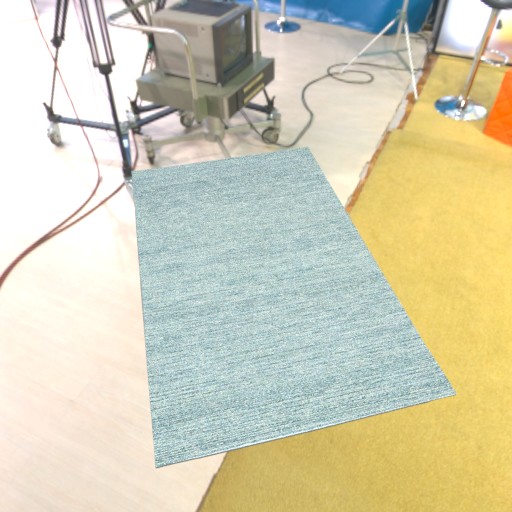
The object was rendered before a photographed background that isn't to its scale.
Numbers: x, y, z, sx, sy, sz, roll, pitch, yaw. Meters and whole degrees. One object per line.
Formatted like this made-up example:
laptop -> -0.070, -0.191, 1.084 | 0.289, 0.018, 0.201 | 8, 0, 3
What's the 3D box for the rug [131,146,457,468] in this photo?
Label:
rug -> 0.000, 0.000, 2.265 | 1.174, 0.022, 1.853 | -10, 46, -9
